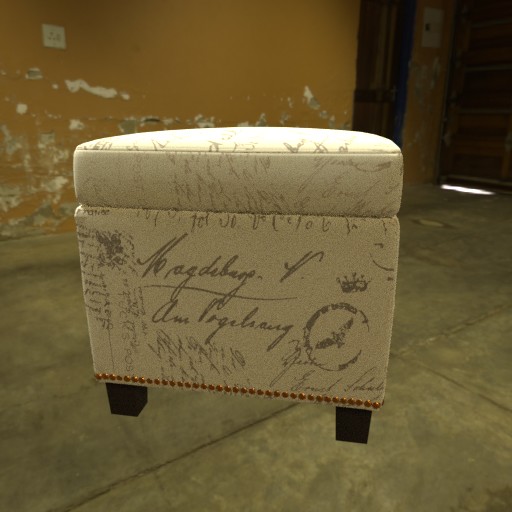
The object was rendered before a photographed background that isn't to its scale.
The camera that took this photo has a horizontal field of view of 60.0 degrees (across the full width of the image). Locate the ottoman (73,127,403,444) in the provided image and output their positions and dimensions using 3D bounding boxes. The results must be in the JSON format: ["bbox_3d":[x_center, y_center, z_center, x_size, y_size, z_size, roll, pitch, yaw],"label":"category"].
[{"bbox_3d":[0.000,0.000,0.820,0.450,0.457,0.449,3,17,10],"label":"ottoman"}]
